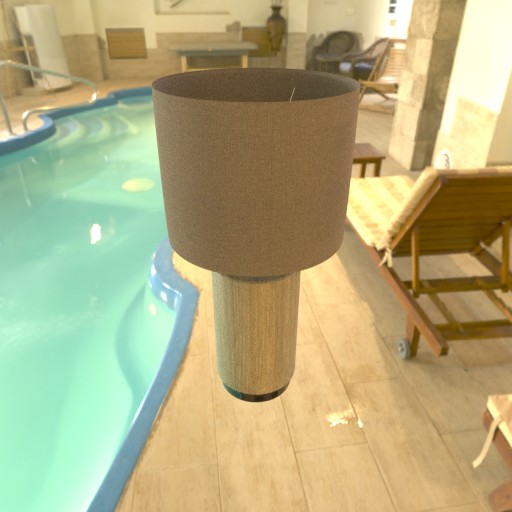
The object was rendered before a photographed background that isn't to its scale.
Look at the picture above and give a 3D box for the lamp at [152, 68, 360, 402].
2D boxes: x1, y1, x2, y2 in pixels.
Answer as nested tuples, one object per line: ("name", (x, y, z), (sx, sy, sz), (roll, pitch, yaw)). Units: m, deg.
("lamp", (0.000, 0.000, 0.600), (0.228, 0.444, 0.228), (-1, 30, -2))
